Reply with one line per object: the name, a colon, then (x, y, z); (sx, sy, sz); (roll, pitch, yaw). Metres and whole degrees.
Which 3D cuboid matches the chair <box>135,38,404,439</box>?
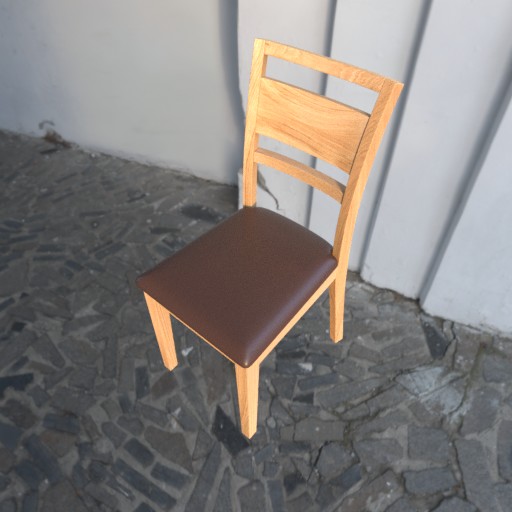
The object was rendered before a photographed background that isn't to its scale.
chair: (0.000, 0.000, 1.228); (0.420, 0.940, 0.545); (31, 54, 27)
